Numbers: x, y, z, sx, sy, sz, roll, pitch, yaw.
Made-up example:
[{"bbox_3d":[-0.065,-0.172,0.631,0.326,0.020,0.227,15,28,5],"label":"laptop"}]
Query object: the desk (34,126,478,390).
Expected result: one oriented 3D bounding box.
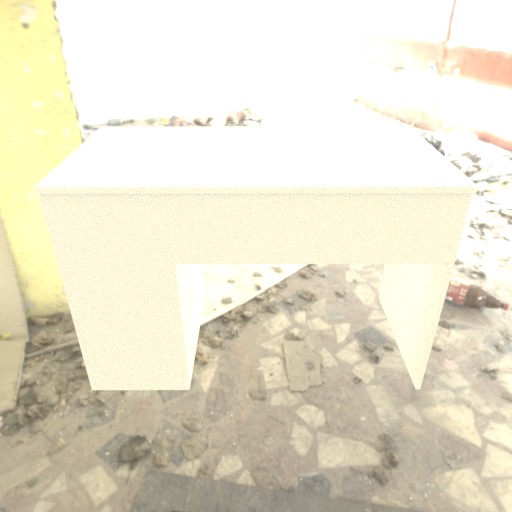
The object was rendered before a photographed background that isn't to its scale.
[{"bbox_3d":[0.000,0.000,1.522,1.097,0.735,0.560,0,31,0],"label":"desk"}]
